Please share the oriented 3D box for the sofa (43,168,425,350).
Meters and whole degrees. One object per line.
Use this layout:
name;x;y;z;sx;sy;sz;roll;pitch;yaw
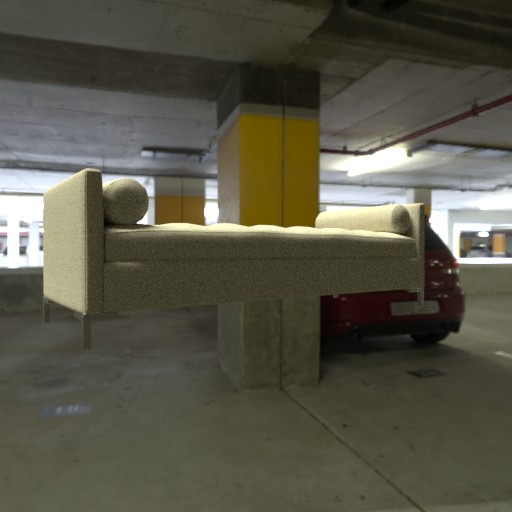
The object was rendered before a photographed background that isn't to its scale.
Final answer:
sofa;0.000;0.000;2.508;2.102;0.655;0.797;0;1;-36
